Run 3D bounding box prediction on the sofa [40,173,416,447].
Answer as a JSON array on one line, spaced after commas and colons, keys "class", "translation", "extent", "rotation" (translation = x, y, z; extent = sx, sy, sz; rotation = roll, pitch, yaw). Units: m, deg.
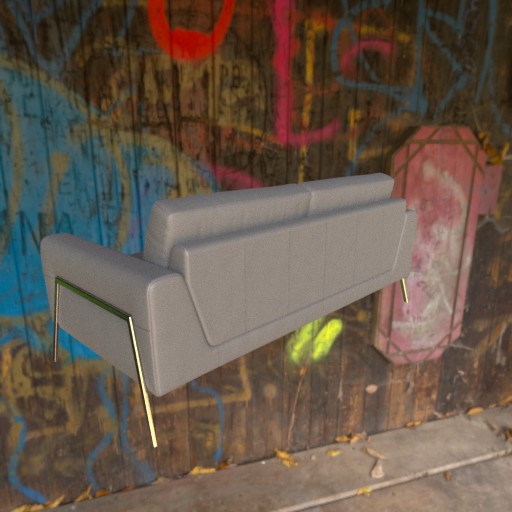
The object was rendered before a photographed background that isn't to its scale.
[{"class": "sofa", "translation": [0.000, 0.000, 2.517], "extent": [0.953, 0.875, 2.017], "rotation": [15, 21, 42]}]
